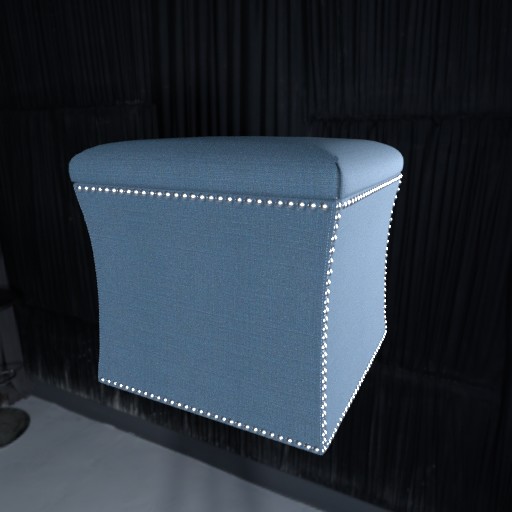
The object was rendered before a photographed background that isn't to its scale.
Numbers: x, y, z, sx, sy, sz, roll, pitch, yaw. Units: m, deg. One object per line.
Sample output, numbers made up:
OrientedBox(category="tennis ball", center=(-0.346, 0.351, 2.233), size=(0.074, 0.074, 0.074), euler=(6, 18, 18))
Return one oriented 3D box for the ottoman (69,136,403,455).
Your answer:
OrientedBox(category="ottoman", center=(0.000, 0.000, 0.910), size=(0.497, 0.475, 0.507), euler=(8, 17, 26))
